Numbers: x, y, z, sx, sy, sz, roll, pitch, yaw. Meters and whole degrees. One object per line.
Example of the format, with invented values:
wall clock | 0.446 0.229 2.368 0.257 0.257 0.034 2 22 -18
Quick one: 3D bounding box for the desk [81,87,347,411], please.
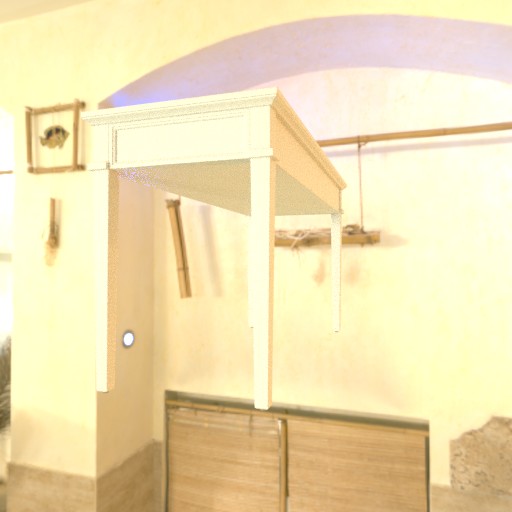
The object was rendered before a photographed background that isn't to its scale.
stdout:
desk | 0.000 0.000 1.773 0.559 0.774 1.372 0 -1 18
